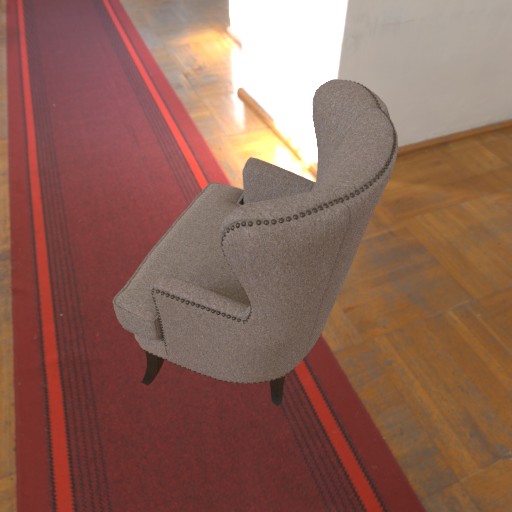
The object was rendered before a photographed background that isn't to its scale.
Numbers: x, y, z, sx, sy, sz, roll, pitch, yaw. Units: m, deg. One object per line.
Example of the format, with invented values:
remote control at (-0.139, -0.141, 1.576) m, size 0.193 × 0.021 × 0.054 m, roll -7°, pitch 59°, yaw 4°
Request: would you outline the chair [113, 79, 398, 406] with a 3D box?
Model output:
chair at (0.000, 0.000, 1.575) m, size 0.758 × 1.060 × 0.759 m, roll 17°, pitch 49°, yaw 16°
